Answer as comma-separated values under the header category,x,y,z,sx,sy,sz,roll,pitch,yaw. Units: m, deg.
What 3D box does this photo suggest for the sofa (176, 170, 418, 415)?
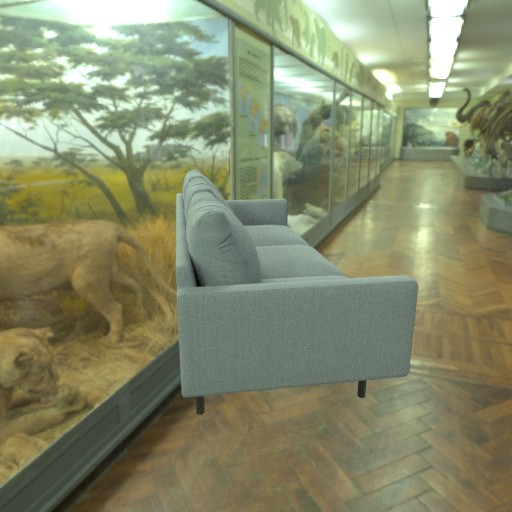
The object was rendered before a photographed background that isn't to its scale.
category,x,y,z,sx,sy,sz,roll,pitch,yaw
sofa,0.000,0.000,2.453,0.850,0.830,2.000,-3,16,-9
